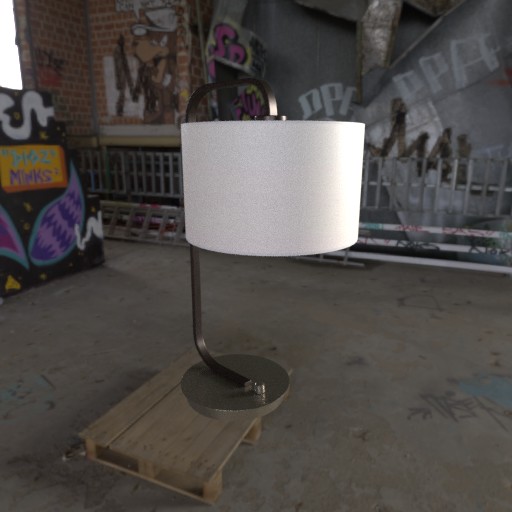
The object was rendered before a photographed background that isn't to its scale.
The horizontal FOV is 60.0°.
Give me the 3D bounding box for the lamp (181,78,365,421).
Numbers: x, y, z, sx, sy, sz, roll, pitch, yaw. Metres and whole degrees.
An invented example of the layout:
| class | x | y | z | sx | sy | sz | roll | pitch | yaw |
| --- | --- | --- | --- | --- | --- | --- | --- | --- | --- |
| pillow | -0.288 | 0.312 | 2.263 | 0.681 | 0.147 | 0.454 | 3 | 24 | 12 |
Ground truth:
| class | x | y | z | sx | sy | sz | roll | pitch | yaw |
| --- | --- | --- | --- | --- | --- | --- | --- | --- | --- |
| lamp | 0.000 | 0.000 | 0.629 | 0.288 | 0.473 | 0.230 | 14 | 20 | 42 |
